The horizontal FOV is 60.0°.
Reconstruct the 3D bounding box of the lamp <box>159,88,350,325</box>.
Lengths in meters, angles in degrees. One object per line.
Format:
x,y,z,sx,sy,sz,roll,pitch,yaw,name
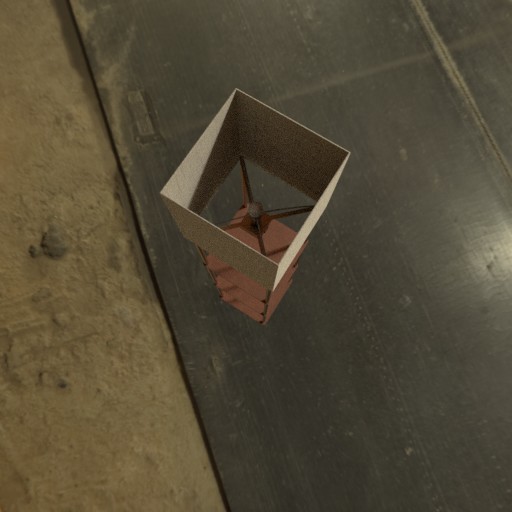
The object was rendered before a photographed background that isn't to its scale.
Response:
0.000,0.000,1.746,0.308,1.569,0.310,32,78,7,lamp
